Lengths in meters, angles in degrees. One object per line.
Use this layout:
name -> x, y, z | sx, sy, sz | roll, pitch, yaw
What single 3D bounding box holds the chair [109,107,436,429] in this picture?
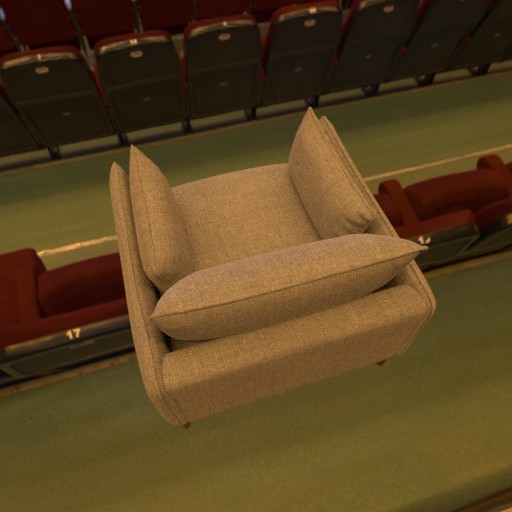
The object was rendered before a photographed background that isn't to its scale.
chair -> 0.000, 0.000, 1.727 | 0.993, 0.839, 0.976 | -15, 58, -9
